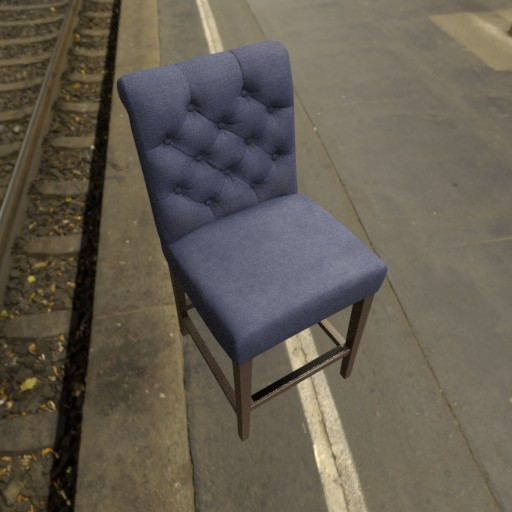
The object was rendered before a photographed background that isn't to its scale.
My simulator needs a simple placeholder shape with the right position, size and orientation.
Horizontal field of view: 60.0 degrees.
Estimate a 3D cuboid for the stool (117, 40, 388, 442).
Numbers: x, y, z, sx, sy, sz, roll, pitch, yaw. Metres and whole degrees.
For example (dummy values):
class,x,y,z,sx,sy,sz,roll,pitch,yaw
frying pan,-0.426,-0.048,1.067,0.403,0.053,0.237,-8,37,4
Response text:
class,x,y,z,sx,sy,sz,roll,pitch,yaw
stool,0.000,0.000,1.336,0.493,1.010,0.601,-24,51,-21
